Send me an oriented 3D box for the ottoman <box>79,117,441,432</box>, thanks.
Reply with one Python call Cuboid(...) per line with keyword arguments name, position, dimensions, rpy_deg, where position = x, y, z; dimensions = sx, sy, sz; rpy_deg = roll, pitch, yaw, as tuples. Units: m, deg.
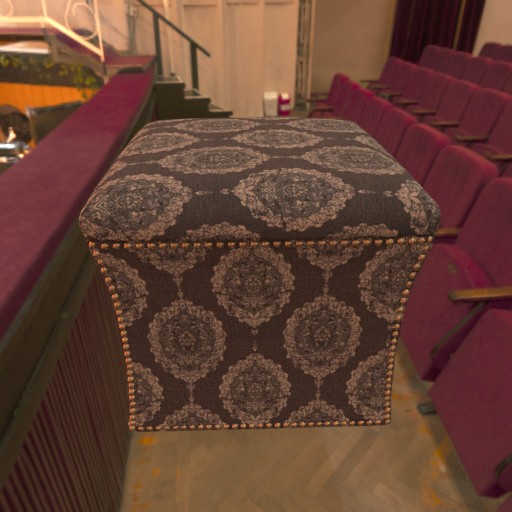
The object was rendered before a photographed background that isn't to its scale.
Cuboid(name="ottoman", position=(0.000, 0.000, 0.890), dimensions=(0.507, 0.475, 0.497), rpy_deg=(-1, 30, -2))
